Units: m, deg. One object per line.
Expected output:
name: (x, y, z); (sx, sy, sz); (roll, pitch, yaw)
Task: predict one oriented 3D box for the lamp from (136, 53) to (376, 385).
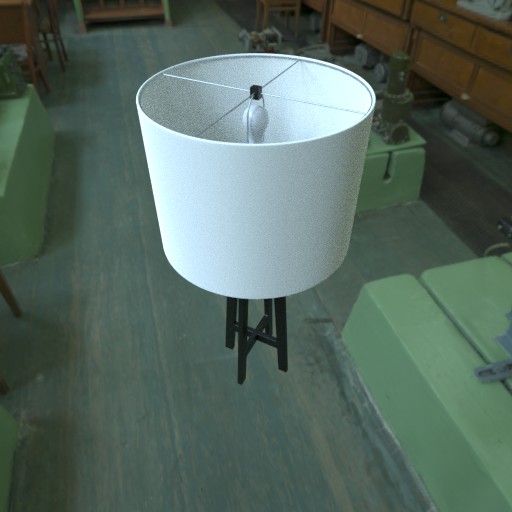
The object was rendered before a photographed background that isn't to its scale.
lamp: (0.000, 0.000, 0.643); (0.257, 0.489, 0.257); (-12, 43, -13)
